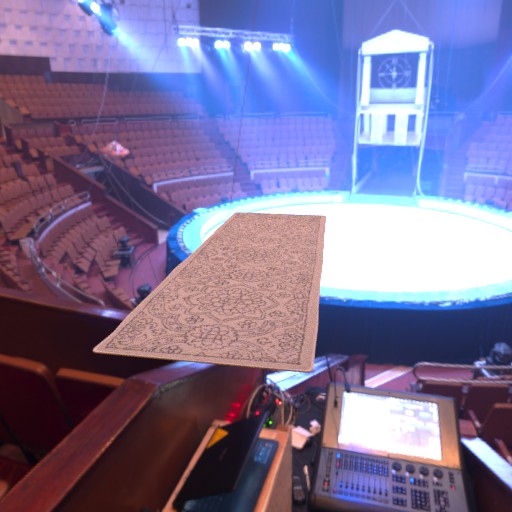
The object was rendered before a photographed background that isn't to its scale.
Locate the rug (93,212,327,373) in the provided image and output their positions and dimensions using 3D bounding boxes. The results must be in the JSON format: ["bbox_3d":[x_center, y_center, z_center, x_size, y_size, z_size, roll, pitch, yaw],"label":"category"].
[{"bbox_3d":[0.000,0.000,2.662,0.806,0.006,2.431,3,18,9],"label":"rug"}]
